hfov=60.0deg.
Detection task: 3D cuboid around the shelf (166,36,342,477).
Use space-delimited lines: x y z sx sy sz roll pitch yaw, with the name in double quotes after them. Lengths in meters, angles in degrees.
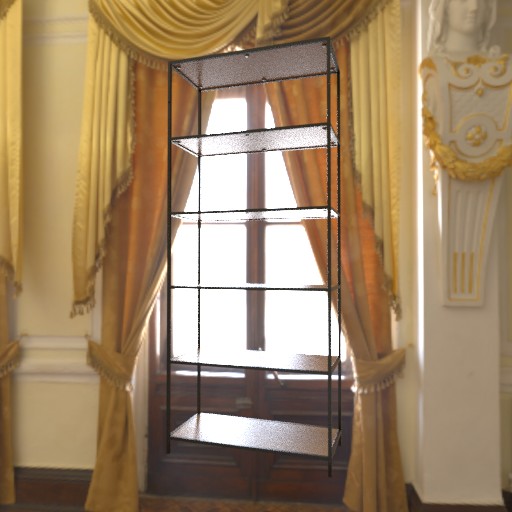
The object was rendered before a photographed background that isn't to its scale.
0.000 0.000 2.141 0.770 1.850 0.350 0 -1 18 "shelf"
